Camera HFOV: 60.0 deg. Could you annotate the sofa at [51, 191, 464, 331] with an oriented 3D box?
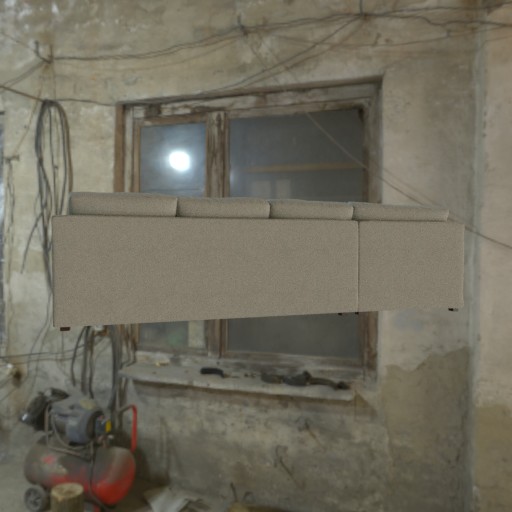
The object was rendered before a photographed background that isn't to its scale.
[{"bbox_3d":[0.000,0.000,4.000,3.205,0.922,1.650,0,1,-18],"label":"sofa"}]
